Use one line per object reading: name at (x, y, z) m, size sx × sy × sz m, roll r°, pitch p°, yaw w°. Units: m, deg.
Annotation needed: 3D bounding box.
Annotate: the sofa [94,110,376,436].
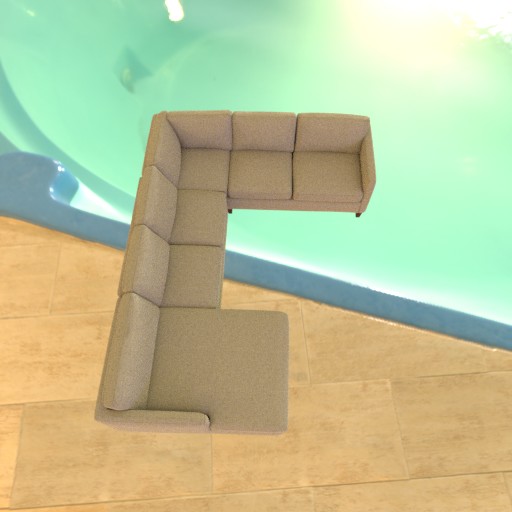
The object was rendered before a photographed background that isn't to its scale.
sofa at (0.000, 0.000, 4.625) m, size 2.593 × 0.959 × 3.460 m, roll 2°, pitch 62°, yaw 1°
